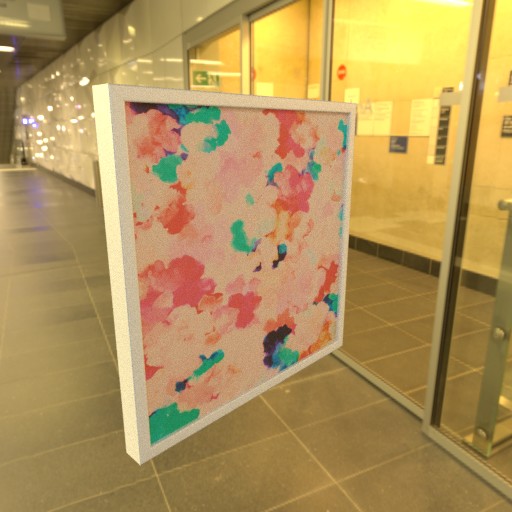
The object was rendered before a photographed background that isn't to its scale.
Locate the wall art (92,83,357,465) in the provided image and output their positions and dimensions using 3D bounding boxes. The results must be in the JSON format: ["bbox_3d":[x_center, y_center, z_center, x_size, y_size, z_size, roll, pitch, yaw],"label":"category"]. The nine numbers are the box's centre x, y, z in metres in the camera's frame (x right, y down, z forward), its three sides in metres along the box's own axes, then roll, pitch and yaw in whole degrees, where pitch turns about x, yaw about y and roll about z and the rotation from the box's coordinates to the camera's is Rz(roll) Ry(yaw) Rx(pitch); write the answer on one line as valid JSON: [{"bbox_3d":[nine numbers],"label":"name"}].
[{"bbox_3d":[0.000,0.000,0.744,0.038,0.505,0.506,15,21,42],"label":"wall art"}]
